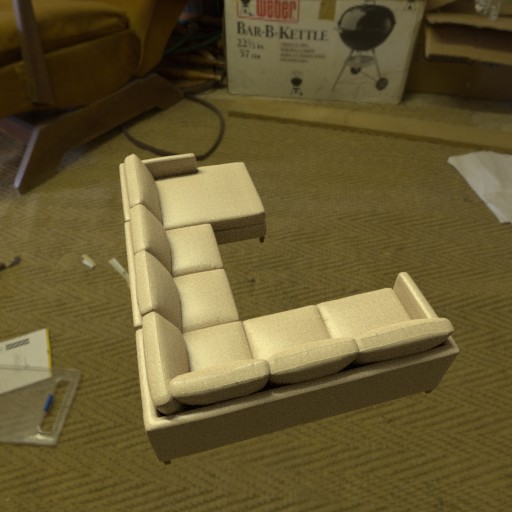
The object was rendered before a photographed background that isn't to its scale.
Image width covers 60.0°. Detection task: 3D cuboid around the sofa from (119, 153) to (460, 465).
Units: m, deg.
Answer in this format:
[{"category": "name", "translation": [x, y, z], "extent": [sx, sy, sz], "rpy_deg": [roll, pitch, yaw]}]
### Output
[{"category": "sofa", "translation": [0.000, 0.000, 4.710], "extent": [2.594, 0.961, 3.460], "rpy_deg": [-11, 47, -10]}]
